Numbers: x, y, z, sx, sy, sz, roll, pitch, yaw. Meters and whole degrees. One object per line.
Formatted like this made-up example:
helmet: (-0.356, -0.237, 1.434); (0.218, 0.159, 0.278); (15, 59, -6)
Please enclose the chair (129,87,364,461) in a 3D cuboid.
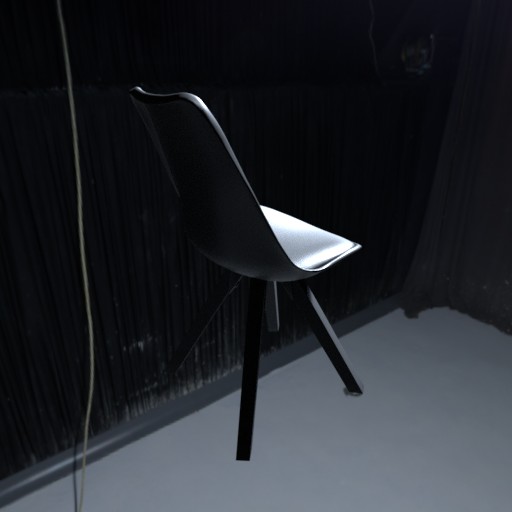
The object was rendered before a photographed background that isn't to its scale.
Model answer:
chair: (0.000, 0.000, 1.183); (0.530, 0.850, 0.485); (-16, 29, -32)
